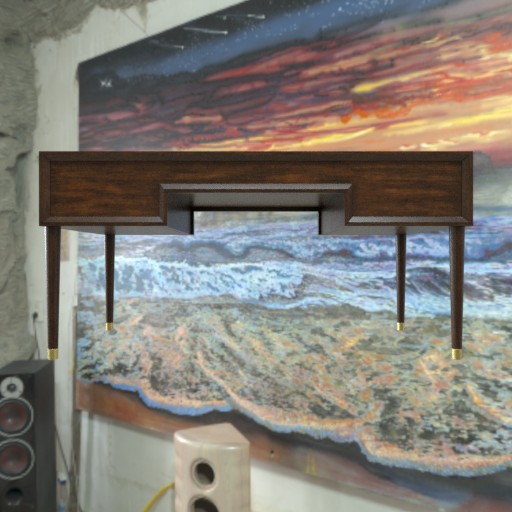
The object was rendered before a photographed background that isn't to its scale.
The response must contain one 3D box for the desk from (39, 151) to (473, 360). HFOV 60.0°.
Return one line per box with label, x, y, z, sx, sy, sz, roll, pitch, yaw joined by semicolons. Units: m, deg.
desk;0.000;0.000;1.969;1.575;0.762;0.724;0;0;0
